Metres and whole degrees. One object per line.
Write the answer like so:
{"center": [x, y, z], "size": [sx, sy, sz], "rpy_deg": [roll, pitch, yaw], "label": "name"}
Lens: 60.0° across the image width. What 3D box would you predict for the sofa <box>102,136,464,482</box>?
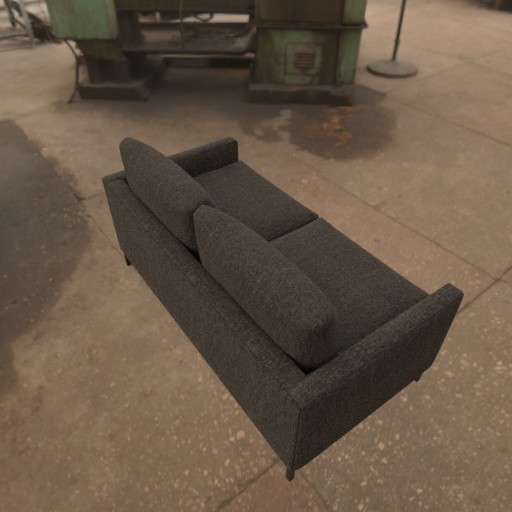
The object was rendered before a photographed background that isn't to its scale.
{"center": [0.000, 0.000, 2.203], "size": [0.866, 0.862, 1.716], "rpy_deg": [-25, 47, -26], "label": "sofa"}
